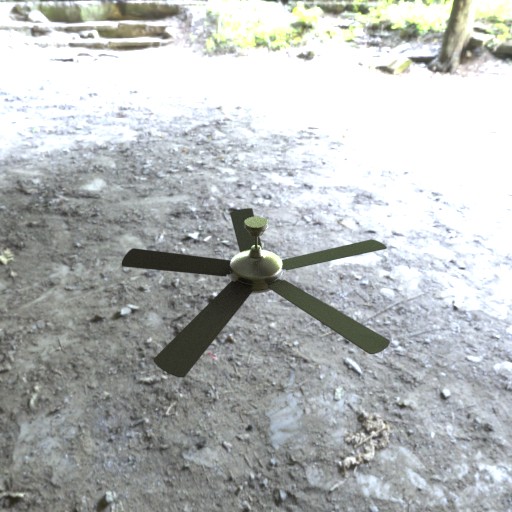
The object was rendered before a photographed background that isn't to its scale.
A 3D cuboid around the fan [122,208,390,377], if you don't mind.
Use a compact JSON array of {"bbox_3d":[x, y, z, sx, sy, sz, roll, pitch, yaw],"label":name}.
[{"bbox_3d":[0.000,0.000,2.053,1.321,0.356,1.321,1,32,2],"label":"fan"}]
